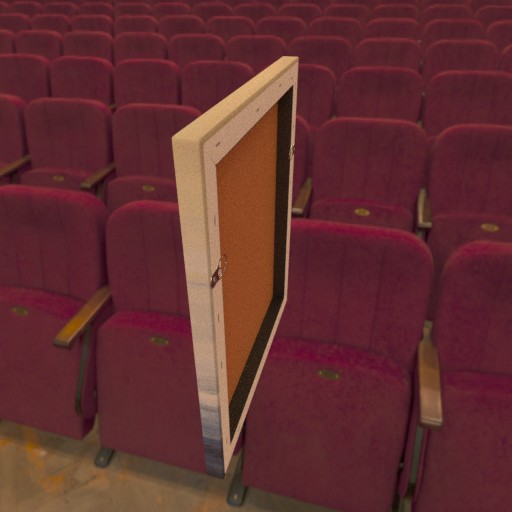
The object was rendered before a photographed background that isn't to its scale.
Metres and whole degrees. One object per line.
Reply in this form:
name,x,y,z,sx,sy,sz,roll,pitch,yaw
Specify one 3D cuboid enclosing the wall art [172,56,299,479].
wall art,0.000,0.000,0.961,0.041,0.710,0.608,9,34,13
